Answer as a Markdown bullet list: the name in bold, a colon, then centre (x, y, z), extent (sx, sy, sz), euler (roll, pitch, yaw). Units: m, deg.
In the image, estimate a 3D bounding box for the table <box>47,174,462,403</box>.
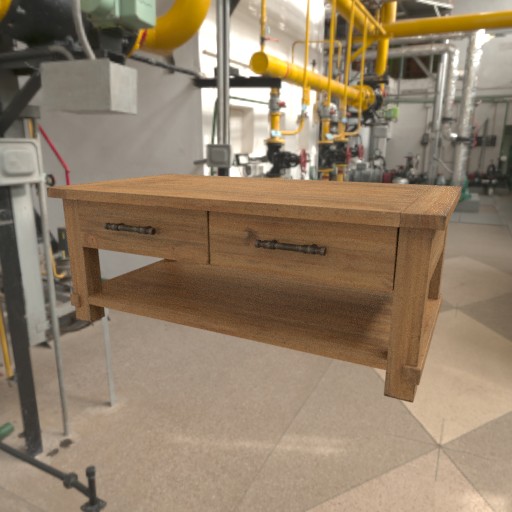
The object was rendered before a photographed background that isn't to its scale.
- **table**: centre (0.000, 0.000, 1.595), extent (1.270, 0.494, 0.693), euler (7, 17, 26)
